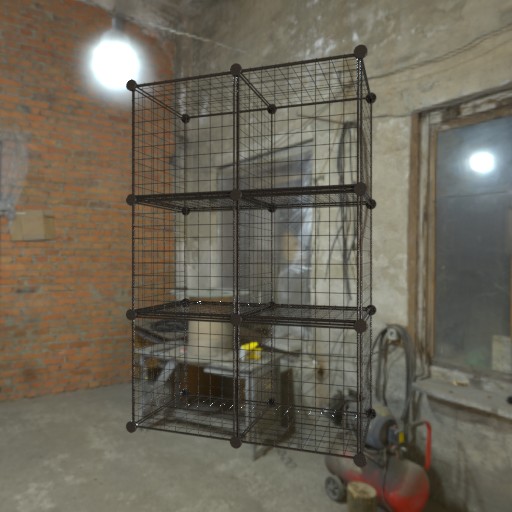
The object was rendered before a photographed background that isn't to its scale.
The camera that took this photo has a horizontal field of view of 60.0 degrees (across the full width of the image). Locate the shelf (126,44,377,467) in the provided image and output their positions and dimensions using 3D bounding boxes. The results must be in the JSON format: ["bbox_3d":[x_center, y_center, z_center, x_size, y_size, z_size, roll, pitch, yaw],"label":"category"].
[{"bbox_3d":[0.000,0.000,1.396,0.711,1.067,0.356,0,0,19],"label":"shelf"}]
